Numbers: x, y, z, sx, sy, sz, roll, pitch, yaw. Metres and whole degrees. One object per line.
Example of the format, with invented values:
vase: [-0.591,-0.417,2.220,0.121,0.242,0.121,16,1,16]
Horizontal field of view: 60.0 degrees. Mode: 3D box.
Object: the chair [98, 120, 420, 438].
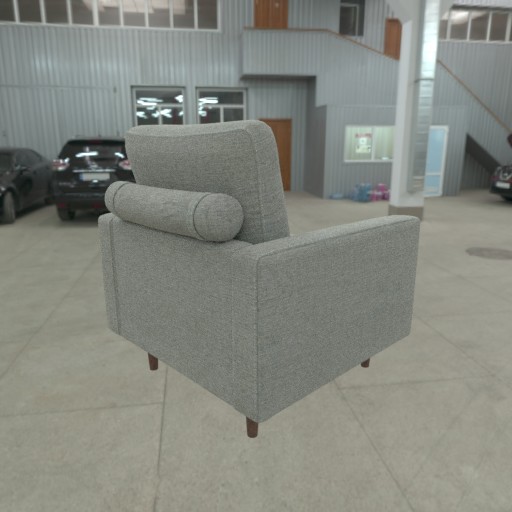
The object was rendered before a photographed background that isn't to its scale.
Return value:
chair: [0.000,0.000,1.554,0.843,0.880,0.821,-14,20,-42]
